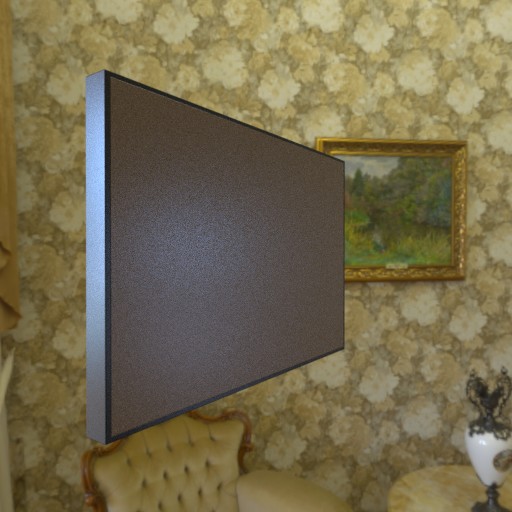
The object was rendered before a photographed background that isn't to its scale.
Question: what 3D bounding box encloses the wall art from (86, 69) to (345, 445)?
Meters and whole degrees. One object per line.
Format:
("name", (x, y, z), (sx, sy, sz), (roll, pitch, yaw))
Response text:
("wall art", (0.000, 0.000, 1.147), (0.058, 0.640, 0.939), (0, 1, 36))
